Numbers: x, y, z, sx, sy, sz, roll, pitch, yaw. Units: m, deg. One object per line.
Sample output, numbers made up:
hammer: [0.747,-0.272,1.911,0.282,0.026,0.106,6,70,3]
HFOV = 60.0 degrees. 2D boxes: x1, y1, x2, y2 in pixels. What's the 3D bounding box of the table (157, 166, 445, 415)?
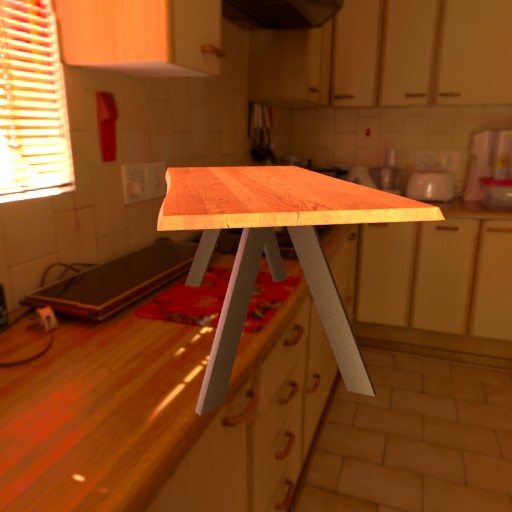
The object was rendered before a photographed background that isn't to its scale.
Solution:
table: [0.000,0.000,2.278,0.900,0.770,1.800,-3,16,-10]
